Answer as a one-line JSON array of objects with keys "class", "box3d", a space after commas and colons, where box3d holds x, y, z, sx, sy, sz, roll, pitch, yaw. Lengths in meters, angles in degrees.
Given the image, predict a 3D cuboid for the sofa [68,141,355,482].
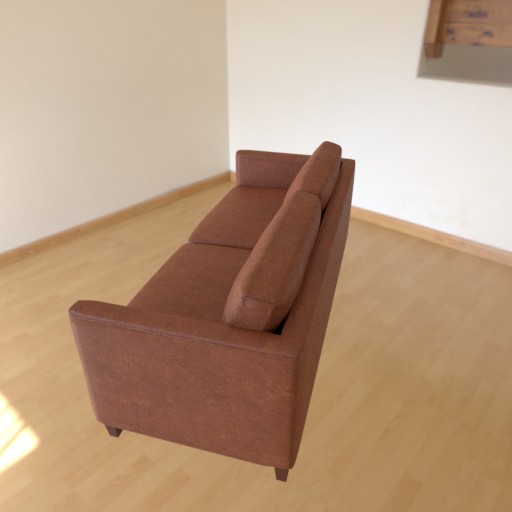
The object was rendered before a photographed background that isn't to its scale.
[{"class": "sofa", "box3d": [0.000, 0.000, 2.647, 0.950, 0.932, 2.204, 8, 31, 14]}]
